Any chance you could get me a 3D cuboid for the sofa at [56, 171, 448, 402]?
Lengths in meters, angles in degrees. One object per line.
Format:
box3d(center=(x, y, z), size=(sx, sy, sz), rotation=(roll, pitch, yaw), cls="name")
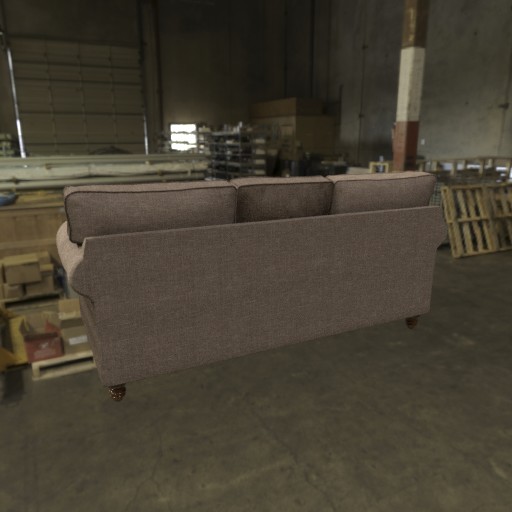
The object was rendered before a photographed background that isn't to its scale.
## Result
box3d(center=(0.000, 0.000, 2.575), size=(2.084, 0.961, 0.916), rotation=(-7, 17, -25), cls="sofa")
